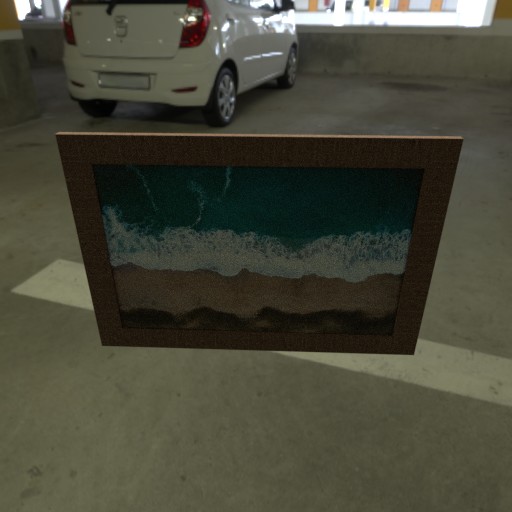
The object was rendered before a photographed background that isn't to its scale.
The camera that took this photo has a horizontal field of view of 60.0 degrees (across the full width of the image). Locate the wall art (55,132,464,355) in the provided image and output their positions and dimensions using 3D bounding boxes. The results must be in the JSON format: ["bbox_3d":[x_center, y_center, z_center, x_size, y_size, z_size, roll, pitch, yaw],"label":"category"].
[{"bbox_3d":[0.000,0.000,1.156,0.917,0.626,0.019,1,29,2],"label":"wall art"}]
